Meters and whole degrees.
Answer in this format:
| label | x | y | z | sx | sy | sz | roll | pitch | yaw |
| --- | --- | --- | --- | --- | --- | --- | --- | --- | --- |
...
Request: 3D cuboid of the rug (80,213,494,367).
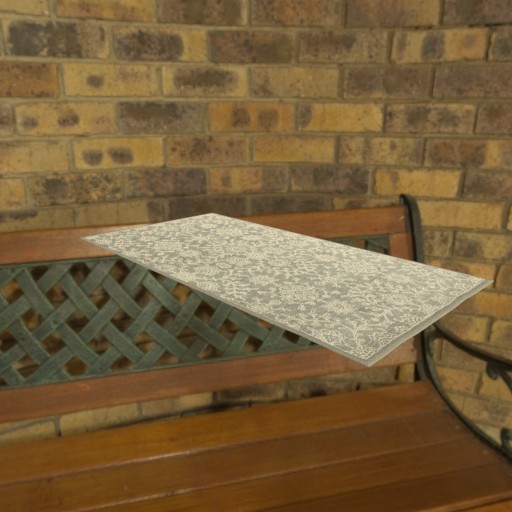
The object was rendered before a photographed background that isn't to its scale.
| label | x | y | z | sx | sy | sz | roll | pitch | yaw |
| --- | --- | --- | --- | --- | --- | --- | --- | --- | --- |
| rug | 0.000 | 0.000 | 3.539 | 1.546 | 0.011 | 3.048 | -16 | 24 | -42 |
